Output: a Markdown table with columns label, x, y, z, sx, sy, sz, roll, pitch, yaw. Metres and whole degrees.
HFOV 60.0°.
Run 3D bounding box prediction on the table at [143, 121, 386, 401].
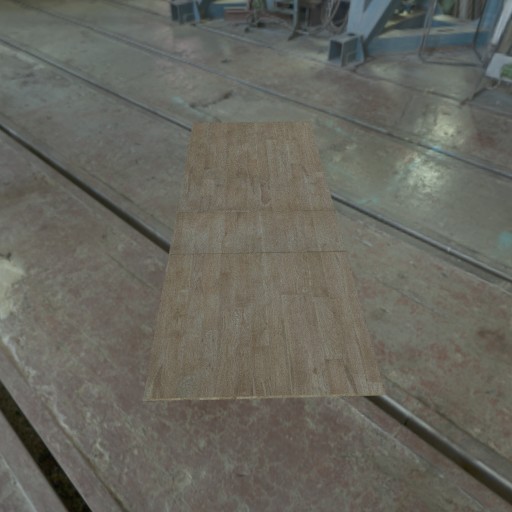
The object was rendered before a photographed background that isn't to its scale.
| label | x | y | z | sx | sy | sz | roll | pitch | yaw |
| --- | --- | --- | --- | --- | --- | --- | --- | --- | --- |
| table | 0.000 | 0.000 | 3.048 | 1.000 | 0.752 | 2.603 | -1 | 41 | -1 |
